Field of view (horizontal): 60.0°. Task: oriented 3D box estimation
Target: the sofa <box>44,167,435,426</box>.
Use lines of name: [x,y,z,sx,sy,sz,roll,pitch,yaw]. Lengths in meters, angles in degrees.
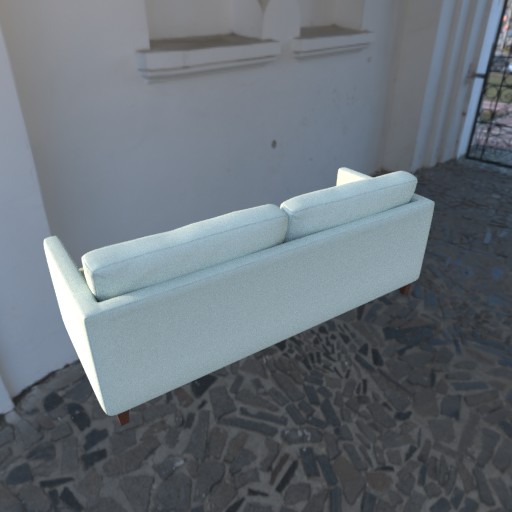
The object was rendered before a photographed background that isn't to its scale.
sofa: [0.000,0.000,2.981,2.434,0.965,0.948,-18,34,-29]
